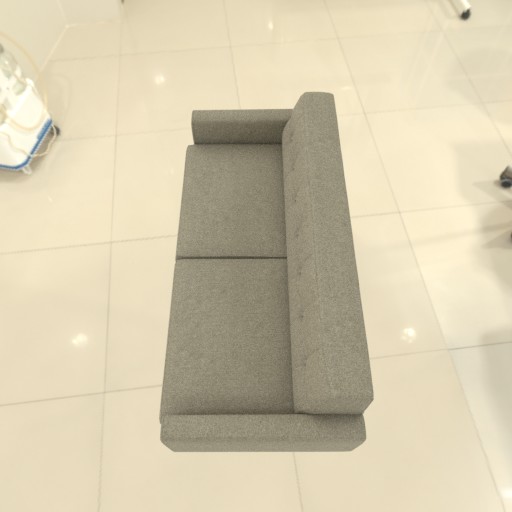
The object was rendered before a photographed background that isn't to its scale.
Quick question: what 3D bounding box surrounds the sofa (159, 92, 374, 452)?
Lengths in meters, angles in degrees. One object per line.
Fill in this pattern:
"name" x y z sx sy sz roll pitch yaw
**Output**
"sofa" 0.000 0.000 2.573 0.968 0.873 2.055 0 60 0
